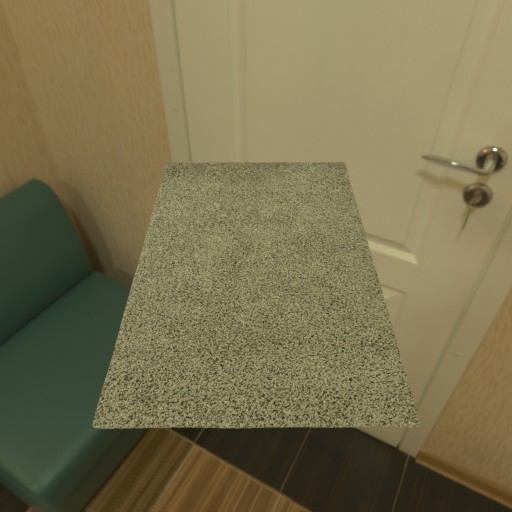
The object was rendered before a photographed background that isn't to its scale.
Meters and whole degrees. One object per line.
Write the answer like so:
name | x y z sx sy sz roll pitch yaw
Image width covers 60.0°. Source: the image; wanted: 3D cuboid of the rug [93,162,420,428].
rug | 0.000 0.000 3.400 1.778 0.030 2.743 0 42 0
